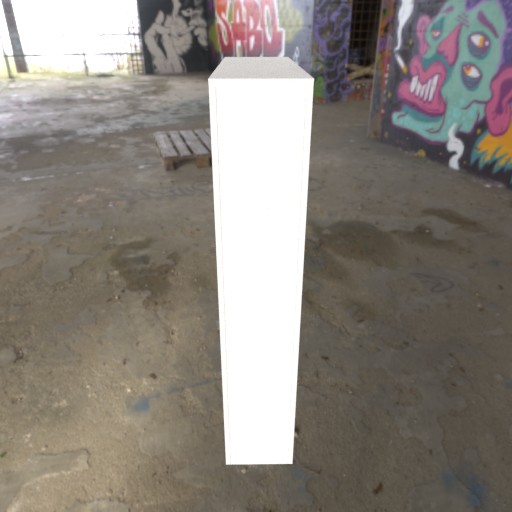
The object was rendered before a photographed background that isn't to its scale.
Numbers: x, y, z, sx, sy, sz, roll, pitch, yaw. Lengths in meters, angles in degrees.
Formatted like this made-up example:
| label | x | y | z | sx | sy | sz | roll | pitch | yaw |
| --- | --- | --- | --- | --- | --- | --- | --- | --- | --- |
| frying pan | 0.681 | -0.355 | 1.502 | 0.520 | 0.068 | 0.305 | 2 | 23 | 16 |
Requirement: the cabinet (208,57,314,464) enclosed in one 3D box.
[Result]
| label | x | y | z | sx | sy | sz | roll | pitch | yaw |
| --- | --- | --- | --- | --- | --- | --- | --- | --- | --- |
| cabinet | 0.000 | 0.000 | 1.613 | 0.250 | 1.280 | 0.750 | 0 | 28 | -1 |
